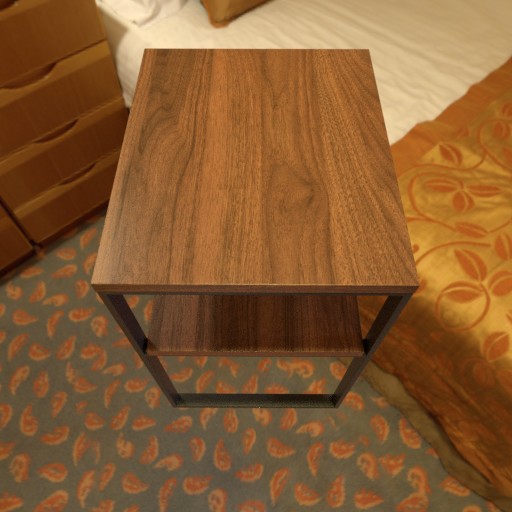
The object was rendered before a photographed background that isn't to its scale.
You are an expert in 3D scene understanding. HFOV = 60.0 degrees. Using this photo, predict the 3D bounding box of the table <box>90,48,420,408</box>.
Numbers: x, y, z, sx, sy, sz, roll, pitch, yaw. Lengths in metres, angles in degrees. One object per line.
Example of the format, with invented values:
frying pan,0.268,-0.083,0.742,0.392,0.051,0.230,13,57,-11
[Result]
table,0.000,0.000,1.535,0.660,1.041,0.786,0,58,0
